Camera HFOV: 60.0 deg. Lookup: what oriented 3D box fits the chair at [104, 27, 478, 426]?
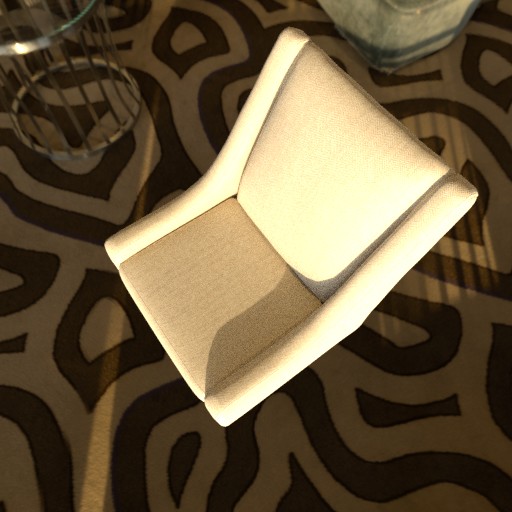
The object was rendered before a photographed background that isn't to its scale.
[{"bbox_3d":[0.000,0.000,1.565,0.870,1.014,0.774,-33,69,-14],"label":"chair"}]
